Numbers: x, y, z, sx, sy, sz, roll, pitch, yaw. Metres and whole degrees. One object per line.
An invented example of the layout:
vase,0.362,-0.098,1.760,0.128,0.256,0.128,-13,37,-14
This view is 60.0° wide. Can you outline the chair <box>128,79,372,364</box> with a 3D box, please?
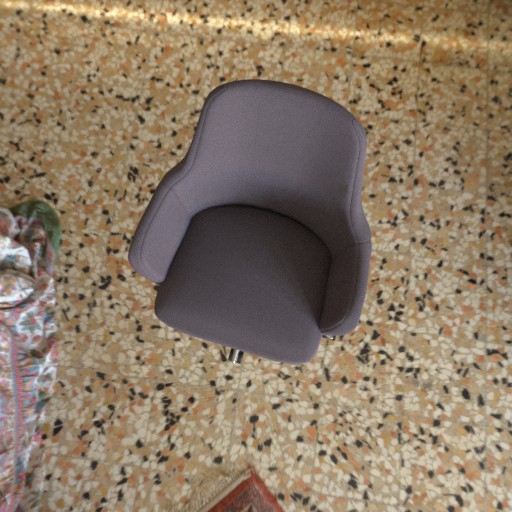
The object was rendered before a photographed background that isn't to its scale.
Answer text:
chair,0.000,0.000,1.251,0.655,0.820,0.600,16,76,4
